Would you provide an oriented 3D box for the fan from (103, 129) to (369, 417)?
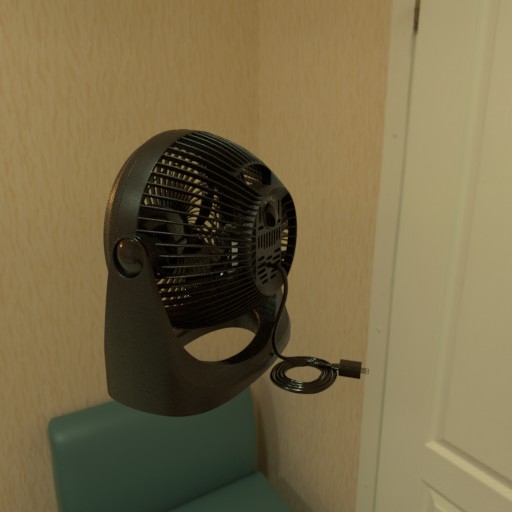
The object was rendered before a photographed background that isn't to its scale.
[{"bbox_3d":[0.000,0.000,0.502,0.256,0.277,0.273,8,17,26],"label":"fan"}]
